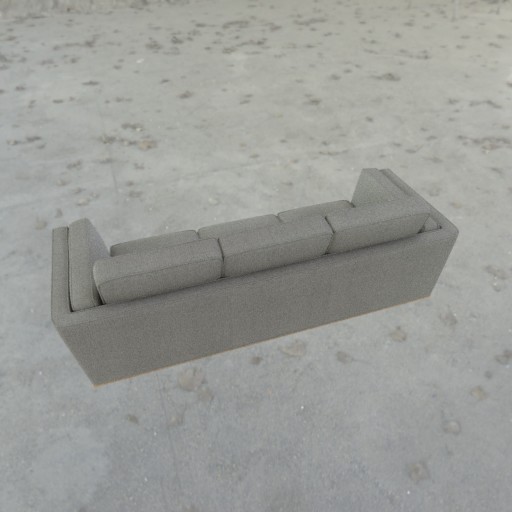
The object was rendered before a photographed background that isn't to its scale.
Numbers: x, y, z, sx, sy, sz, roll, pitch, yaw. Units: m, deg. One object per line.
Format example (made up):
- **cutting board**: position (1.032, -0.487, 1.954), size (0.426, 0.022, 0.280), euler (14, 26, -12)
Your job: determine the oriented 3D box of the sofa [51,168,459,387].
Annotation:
- **sofa**: position (0.000, 0.000, 2.845), size (2.362, 0.899, 0.903), euler (-12, 41, -14)
